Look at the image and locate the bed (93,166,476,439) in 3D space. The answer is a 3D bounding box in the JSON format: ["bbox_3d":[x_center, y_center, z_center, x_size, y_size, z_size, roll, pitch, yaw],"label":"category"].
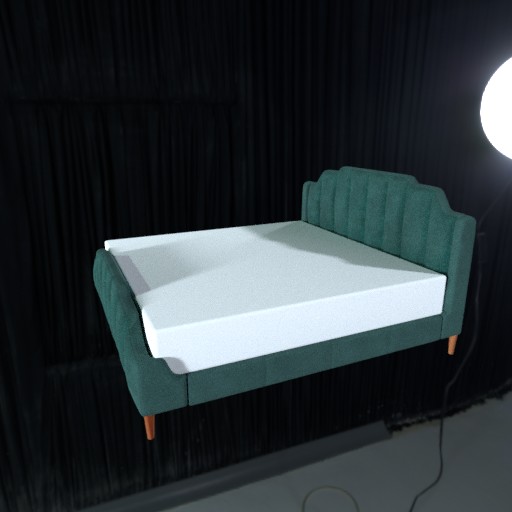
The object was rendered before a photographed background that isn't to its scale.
[{"bbox_3d":[0.000,0.000,3.522,2.340,1.245,2.074,-8,18,-24],"label":"bed"}]
